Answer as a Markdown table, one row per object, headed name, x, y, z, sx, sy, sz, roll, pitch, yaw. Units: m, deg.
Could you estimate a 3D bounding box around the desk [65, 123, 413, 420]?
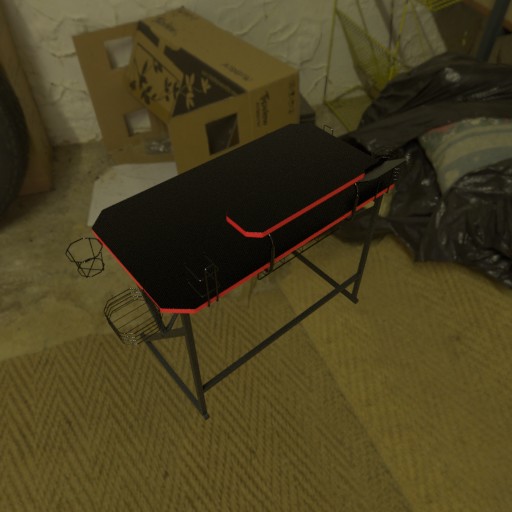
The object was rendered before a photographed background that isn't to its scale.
| name | x | y | z | sx | sy | sz | roll | pitch | yaw |
| --- | --- | --- | --- | --- | --- | --- | --- | --- | --- |
| desk | 0.000 | 0.000 | 1.775 | 1.280 | 0.913 | 0.588 | -31 | 54 | -27 |
